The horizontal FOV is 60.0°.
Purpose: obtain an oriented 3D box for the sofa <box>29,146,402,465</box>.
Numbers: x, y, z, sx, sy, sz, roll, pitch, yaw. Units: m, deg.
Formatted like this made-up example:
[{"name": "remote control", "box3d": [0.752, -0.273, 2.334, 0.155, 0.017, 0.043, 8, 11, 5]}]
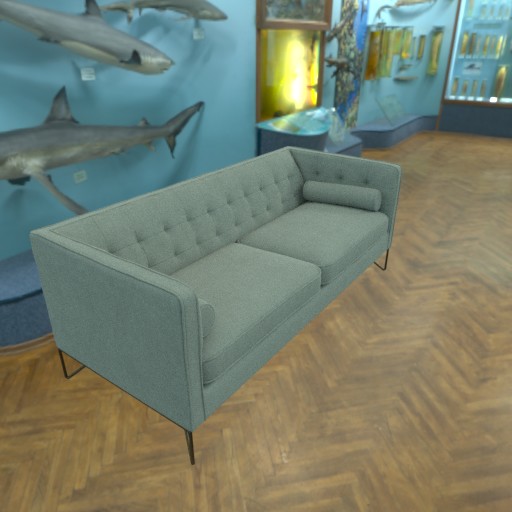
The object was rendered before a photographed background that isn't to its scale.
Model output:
[{"name": "sofa", "box3d": [0.000, 0.000, 2.550, 0.912, 0.798, 2.079, 18, 31, 32]}]
